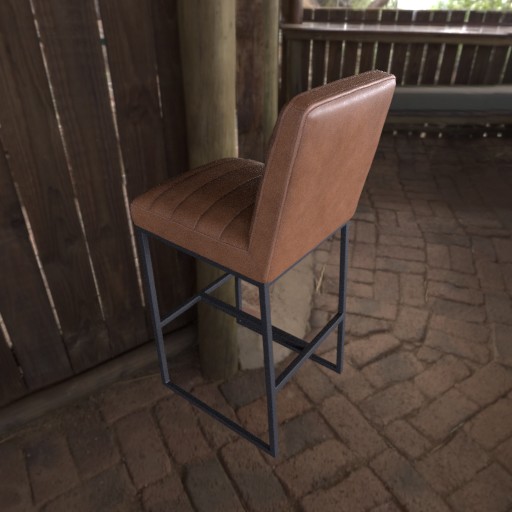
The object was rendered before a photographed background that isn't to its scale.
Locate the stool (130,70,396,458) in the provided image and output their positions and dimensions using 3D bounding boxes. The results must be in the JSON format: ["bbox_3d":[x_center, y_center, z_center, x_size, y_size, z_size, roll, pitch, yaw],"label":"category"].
[{"bbox_3d":[0.000,0.000,1.327,0.556,1.040,0.458,21,37,31],"label":"stool"}]
